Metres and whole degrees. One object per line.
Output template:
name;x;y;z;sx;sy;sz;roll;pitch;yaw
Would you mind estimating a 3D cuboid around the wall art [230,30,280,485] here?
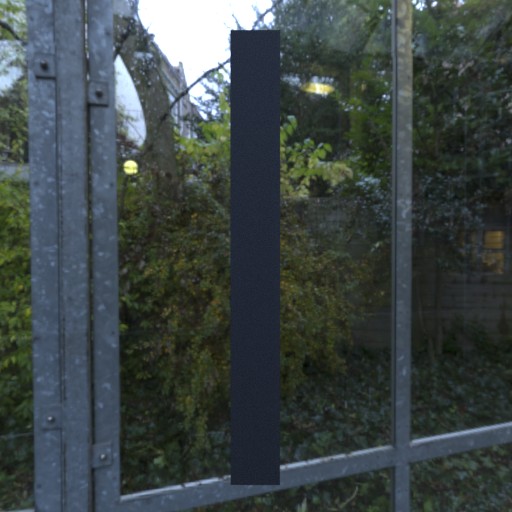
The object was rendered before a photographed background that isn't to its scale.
wall art;0.000;0.000;0.448;0.033;0.304;0.305;0;1;0
